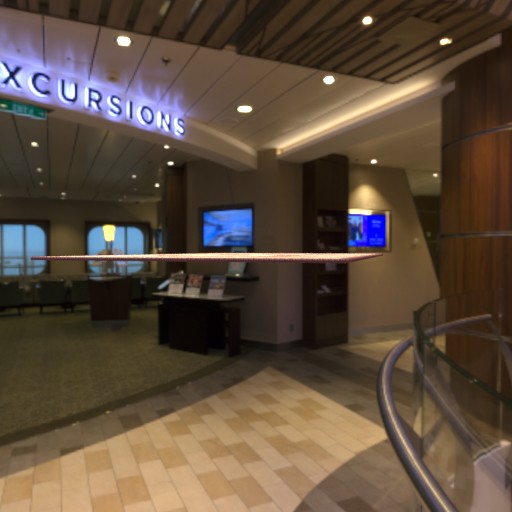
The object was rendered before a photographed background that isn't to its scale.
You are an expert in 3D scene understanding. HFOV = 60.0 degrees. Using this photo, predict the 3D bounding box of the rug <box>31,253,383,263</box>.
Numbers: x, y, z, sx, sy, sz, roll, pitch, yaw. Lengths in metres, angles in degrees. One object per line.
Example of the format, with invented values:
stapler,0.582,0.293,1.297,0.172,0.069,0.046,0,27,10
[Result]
rug,0.000,0.000,5.957,3.033,0.033,4.578,0,1,19
